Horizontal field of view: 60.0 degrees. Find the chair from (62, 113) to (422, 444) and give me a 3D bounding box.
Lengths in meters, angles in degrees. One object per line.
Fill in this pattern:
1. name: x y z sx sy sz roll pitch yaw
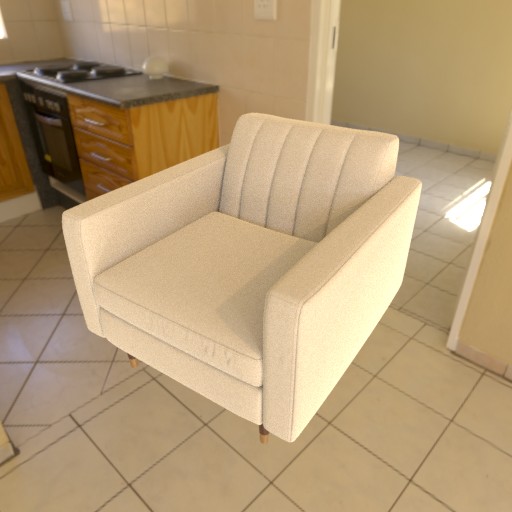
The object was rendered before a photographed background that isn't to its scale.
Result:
1. chair: 0.000 0.000 1.688 0.953 0.819 0.998 19 36 29
